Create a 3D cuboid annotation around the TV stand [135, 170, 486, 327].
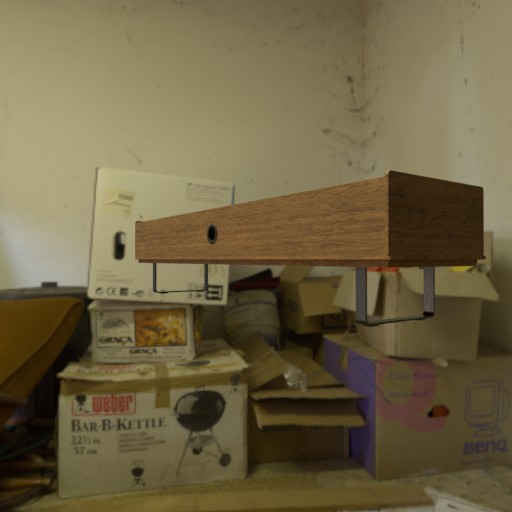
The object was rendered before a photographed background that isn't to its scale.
[{"bbox_3d":[0.000,0.000,1.967,0.467,0.415,1.796,0,-1,-35],"label":"TV stand"}]
